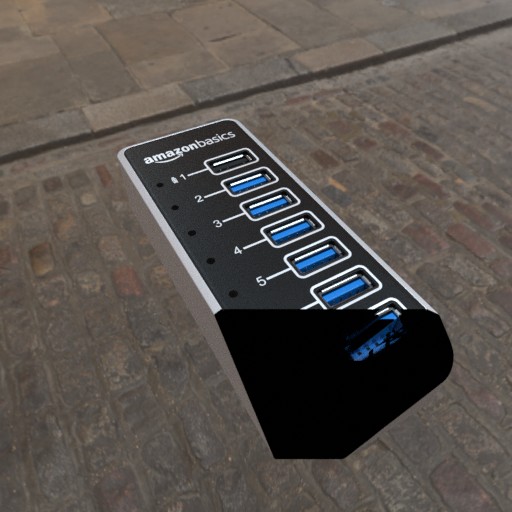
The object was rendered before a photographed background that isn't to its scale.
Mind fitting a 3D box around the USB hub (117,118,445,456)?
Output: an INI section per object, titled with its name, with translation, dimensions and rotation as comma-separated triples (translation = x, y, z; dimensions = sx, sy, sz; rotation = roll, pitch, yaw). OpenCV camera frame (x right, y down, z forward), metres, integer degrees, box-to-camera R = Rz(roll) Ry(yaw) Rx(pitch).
[USB hub]
translation = 0.000, 0.000, 0.127
dimensions = 0.044, 0.023, 0.110
rotation = -23, 51, -20
